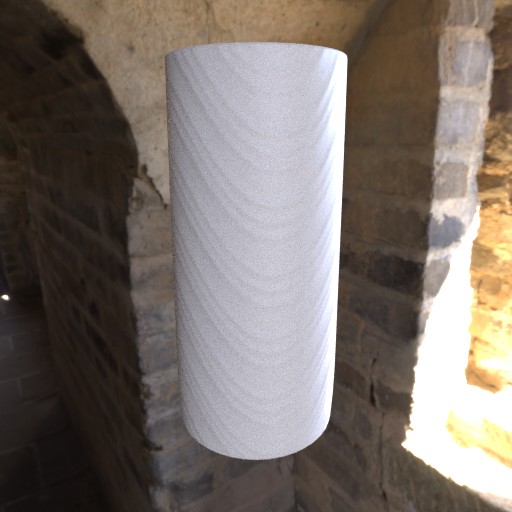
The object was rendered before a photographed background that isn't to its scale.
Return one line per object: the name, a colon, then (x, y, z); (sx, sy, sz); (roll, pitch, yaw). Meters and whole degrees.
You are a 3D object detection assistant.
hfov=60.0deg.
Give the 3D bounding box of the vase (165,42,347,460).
vase: (0.000, 0.000, 0.384); (0.143, 0.316, 0.143); (0, 16, 0)
